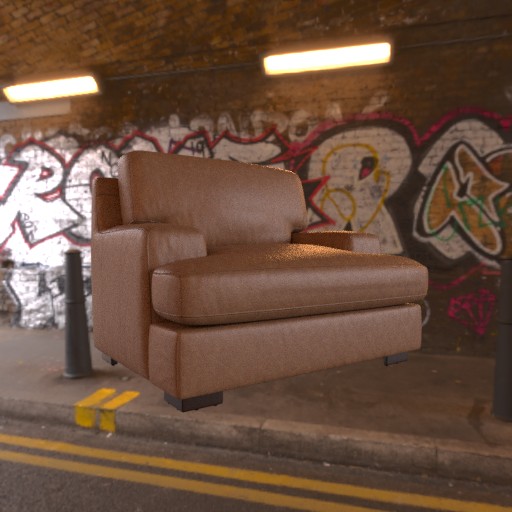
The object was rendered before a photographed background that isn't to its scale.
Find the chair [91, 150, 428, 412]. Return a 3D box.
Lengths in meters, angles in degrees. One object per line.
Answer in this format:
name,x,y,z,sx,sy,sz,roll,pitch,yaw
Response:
chair,0.000,0.000,2.040,1.276,0.978,1.050,0,1,-35
